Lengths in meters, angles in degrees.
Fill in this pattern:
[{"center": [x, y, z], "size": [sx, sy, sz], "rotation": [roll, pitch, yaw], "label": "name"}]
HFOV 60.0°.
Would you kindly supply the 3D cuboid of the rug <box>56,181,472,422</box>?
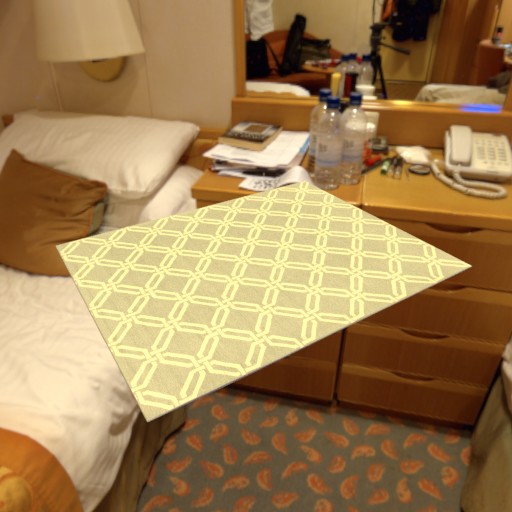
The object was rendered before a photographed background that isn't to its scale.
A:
[{"center": [0.000, 0.000, 3.911], "size": [2.895, 0.018, 2.288], "rotation": [-19, 36, -28], "label": "rug"}]
